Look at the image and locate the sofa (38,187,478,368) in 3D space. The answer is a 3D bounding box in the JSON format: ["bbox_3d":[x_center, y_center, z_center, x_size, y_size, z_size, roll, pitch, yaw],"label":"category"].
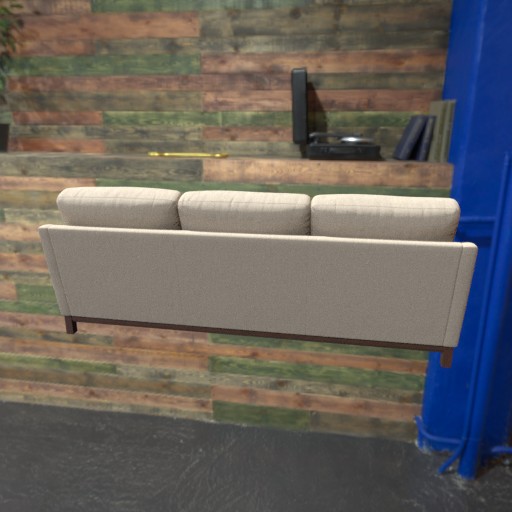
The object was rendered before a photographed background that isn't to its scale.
[{"bbox_3d":[0.000,0.000,2.800,2.321,0.913,1.000,3,17,10],"label":"sofa"}]
